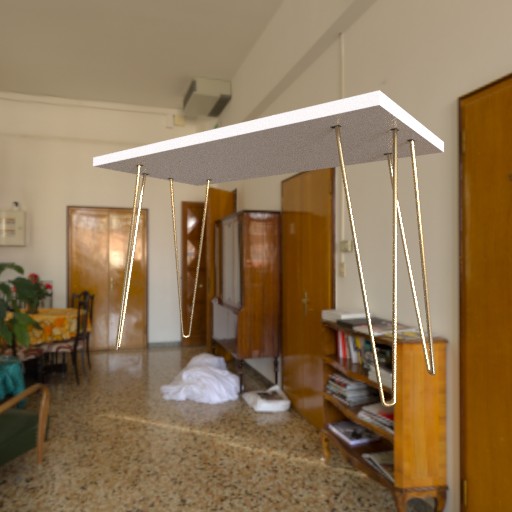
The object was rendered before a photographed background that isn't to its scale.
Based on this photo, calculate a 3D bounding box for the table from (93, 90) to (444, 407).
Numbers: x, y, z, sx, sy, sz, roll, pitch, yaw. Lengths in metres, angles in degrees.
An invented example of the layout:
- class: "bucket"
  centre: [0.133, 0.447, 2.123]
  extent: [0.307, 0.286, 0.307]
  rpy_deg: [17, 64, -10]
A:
- class: "table"
  centre: [0.000, 0.000, 1.384]
  extent: [0.991, 0.660, 0.498]
  rpy_deg: [0, -1, 37]
